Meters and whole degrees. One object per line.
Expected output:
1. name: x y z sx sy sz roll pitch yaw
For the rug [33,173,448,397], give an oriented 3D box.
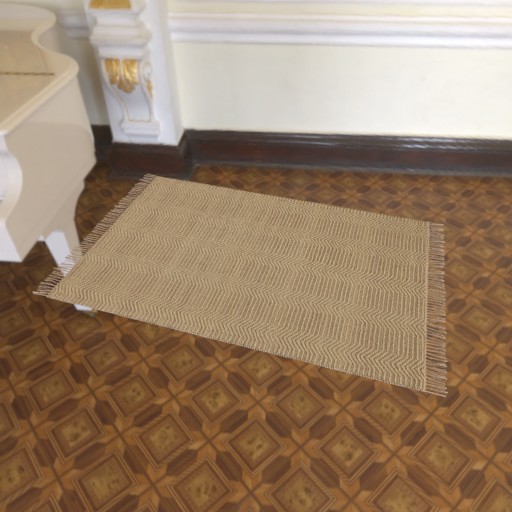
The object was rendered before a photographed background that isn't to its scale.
1. rug: 0.000 0.000 3.076 2.523 0.034 1.528 11 42 13
